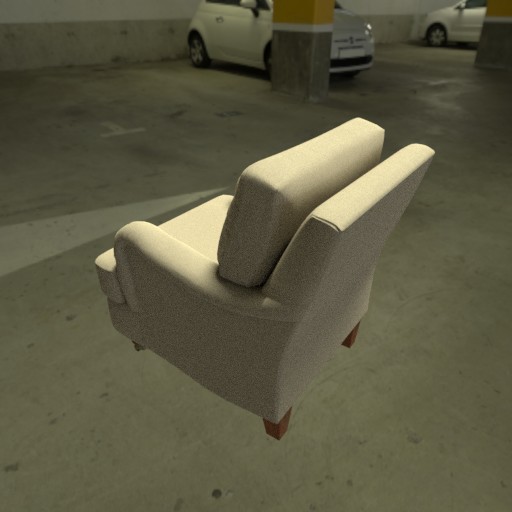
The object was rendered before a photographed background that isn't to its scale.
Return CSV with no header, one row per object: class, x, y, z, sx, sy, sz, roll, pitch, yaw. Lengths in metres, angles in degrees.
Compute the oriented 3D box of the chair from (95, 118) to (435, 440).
chair,0.000,0.000,1.860,1.078,1.076,0.895,19,35,30
